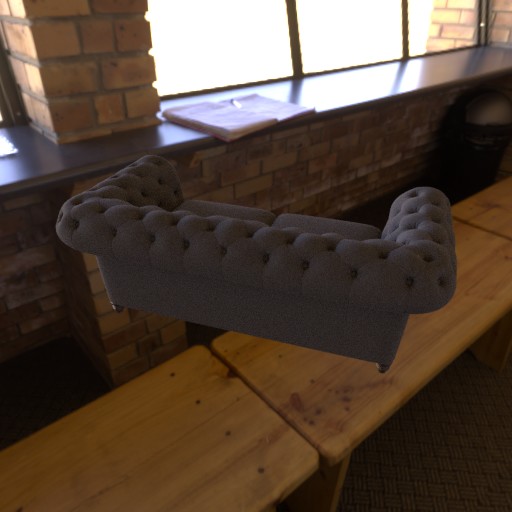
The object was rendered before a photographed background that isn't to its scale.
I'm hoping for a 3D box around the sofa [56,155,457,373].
[{"bbox_3d":[0.000,0.000,2.500,1.998,0.764,0.986,10,33,16],"label":"sofa"}]
